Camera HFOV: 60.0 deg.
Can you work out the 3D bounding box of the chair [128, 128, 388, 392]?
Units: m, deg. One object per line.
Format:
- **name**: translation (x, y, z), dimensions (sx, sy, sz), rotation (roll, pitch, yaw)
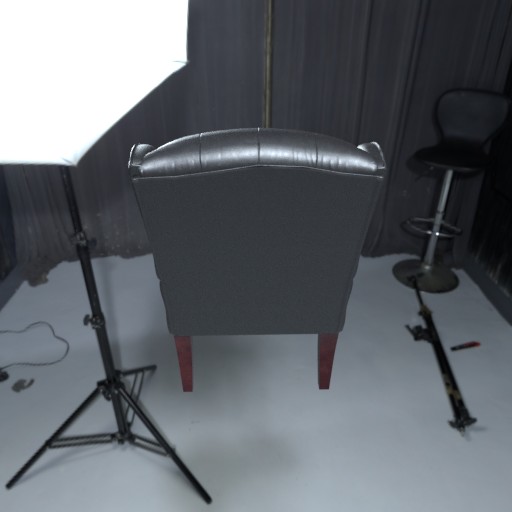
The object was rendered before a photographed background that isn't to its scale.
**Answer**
- **chair**: translation (0.000, 0.000, 1.719), dimensions (0.831, 1.133, 0.822), rotation (-1, 30, -1)
